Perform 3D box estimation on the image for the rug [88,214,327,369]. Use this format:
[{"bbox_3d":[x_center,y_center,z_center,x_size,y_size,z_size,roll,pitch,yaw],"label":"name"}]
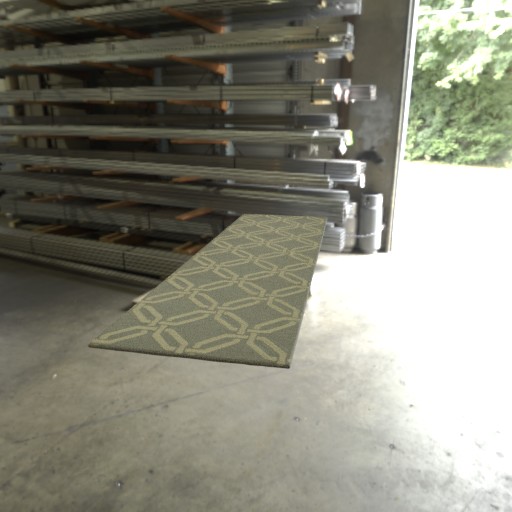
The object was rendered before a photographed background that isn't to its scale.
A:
[{"bbox_3d":[0.000,0.000,2.471,0.678,0.014,2.276,3,17,11],"label":"rug"}]
